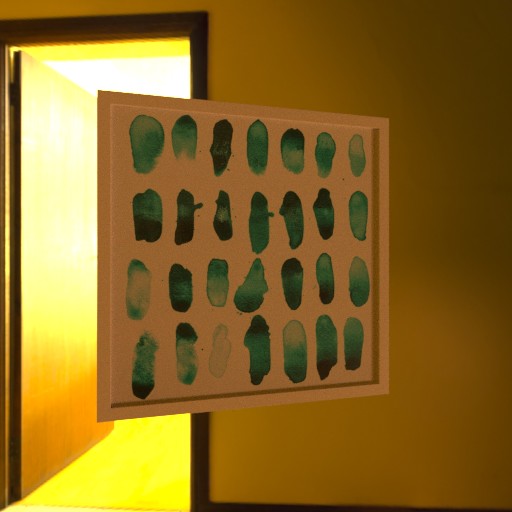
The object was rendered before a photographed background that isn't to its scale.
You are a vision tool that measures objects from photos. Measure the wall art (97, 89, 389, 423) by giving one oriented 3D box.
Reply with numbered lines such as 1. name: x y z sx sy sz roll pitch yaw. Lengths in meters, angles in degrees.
1. wall art: 0.000 0.000 0.675 0.456 0.457 0.009 0 0 -16
